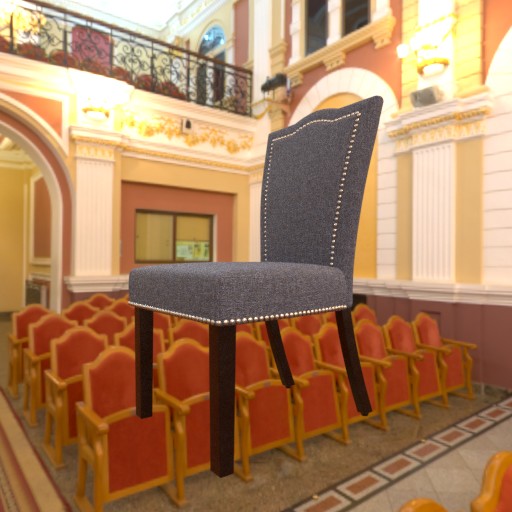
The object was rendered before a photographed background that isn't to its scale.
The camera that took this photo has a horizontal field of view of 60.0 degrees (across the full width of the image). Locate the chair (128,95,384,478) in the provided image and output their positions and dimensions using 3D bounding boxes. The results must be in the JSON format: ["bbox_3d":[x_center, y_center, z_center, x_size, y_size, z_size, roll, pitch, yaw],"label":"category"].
[{"bbox_3d":[0.000,0.000,1.291,0.589,0.946,0.518,0,0,-37],"label":"chair"}]
